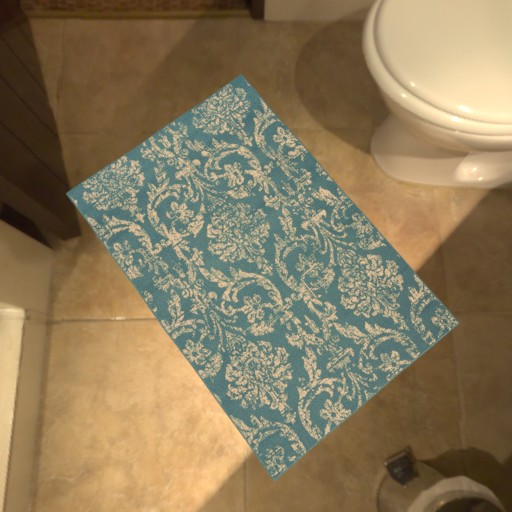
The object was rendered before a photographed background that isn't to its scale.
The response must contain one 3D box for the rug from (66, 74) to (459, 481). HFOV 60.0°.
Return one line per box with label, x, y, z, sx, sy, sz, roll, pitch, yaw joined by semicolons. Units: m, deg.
rug;0.000;0.000;2.344;1.211;0.012;1.833;-37;79;-8
